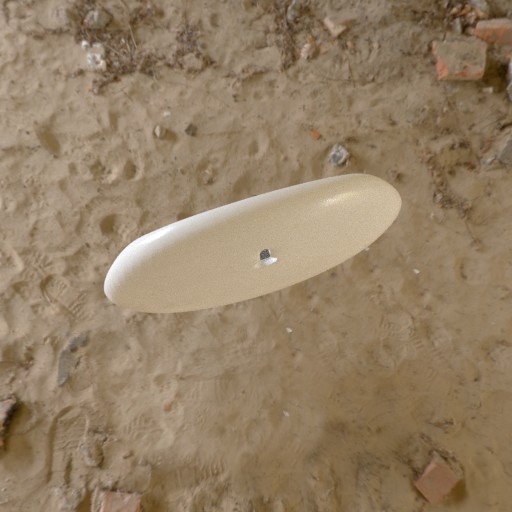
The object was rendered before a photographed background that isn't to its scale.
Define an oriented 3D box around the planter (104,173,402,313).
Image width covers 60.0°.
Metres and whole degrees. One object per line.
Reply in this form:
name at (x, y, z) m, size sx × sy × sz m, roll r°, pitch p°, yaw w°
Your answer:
planter at (0.000, 0.000, 0.279) m, size 0.185 × 0.188 × 0.043 m, roll -17°, pitch 77°, yaw -4°
